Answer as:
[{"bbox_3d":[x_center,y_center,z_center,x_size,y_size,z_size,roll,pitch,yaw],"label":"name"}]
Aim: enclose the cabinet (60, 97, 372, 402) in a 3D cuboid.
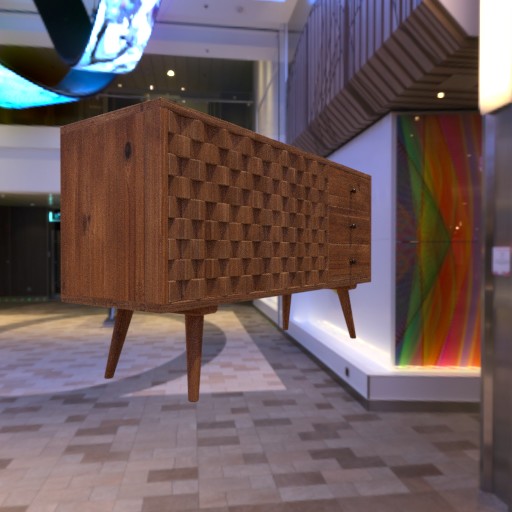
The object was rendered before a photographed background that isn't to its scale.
[{"bbox_3d":[0.000,0.000,1.791,0.472,0.800,1.400,0,1,36],"label":"cabinet"}]
